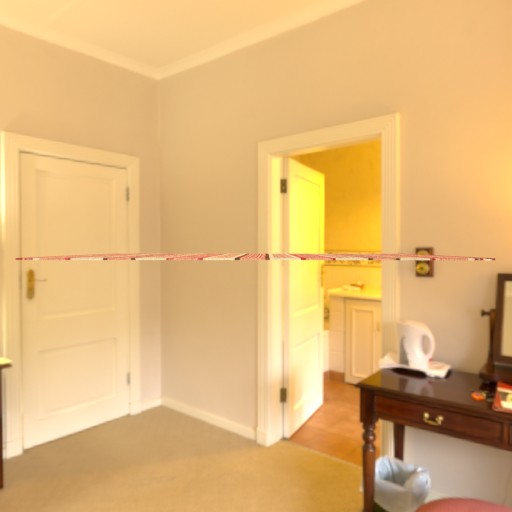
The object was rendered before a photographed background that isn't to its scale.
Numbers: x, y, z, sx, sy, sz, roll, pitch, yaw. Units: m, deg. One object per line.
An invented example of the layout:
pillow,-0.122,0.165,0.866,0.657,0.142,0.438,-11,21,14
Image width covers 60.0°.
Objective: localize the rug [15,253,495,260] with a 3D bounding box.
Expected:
rug,0.000,0.000,3.002,2.431,0.010,1.535,0,1,1
